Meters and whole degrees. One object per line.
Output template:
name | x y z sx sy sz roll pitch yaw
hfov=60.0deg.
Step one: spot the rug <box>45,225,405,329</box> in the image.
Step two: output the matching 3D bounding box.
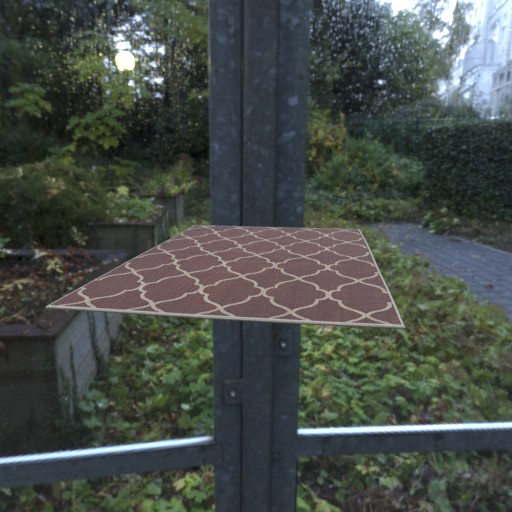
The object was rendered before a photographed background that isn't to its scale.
rug | 0.000 0.000 2.922 1.528 0.014 2.294 2 13 8
